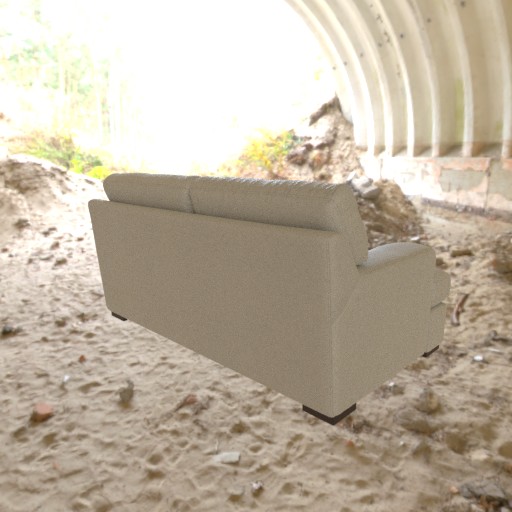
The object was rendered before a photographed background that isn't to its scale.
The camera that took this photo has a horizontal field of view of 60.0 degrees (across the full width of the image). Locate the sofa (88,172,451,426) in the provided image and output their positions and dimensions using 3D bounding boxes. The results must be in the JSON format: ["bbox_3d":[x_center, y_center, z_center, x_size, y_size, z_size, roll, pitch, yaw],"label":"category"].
[{"bbox_3d":[0.000,0.000,2.561,1.880,0.940,1.143,12,18,43],"label":"sofa"}]
